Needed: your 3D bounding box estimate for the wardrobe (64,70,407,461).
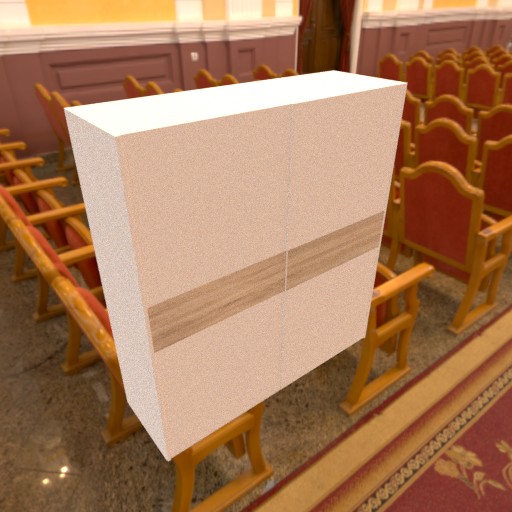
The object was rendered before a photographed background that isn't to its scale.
[{"bbox_3d":[0.000,0.000,2.889,1.830,2.020,0.600,-22,37,-32],"label":"wardrobe"}]
